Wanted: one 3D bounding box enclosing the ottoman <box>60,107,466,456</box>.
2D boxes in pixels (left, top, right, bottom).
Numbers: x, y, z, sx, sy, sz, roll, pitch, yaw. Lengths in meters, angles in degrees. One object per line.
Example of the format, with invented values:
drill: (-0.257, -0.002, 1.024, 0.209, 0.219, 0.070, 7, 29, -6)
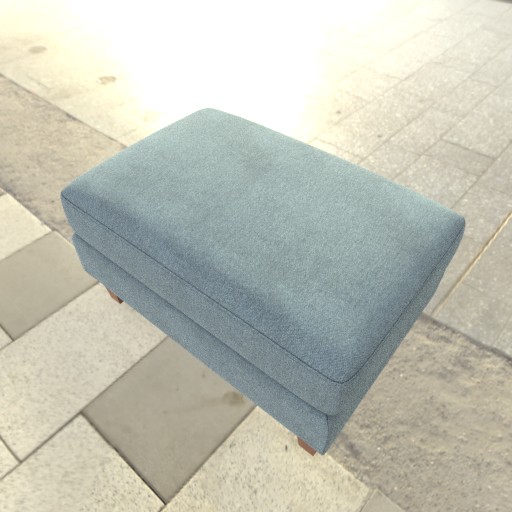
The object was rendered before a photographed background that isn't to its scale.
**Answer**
ottoman: (0.000, 0.000, 1.199, 0.864, 0.483, 0.584, 31, 54, 26)
